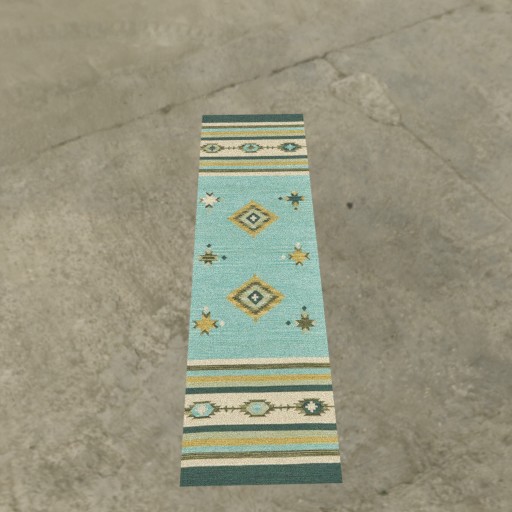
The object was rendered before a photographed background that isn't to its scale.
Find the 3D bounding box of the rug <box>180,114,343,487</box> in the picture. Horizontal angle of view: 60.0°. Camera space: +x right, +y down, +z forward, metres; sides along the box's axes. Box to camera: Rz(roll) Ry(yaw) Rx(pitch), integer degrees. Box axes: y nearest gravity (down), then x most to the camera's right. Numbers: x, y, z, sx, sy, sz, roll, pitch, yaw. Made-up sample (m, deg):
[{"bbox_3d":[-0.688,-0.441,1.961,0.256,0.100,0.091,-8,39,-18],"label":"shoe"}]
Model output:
[{"bbox_3d":[0.000,0.000,2.655,0.744,0.010,2.441,-1,59,-1],"label":"rug"}]
